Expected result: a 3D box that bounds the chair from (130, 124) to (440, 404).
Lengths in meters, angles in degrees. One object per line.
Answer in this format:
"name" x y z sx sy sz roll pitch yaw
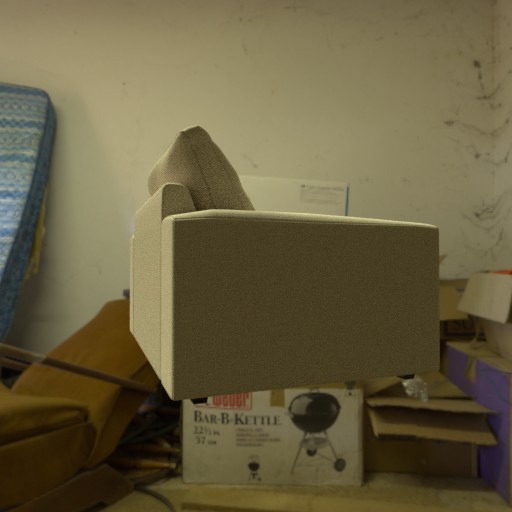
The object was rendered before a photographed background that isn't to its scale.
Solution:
"chair" 0.000 0.000 2.103 1.039 0.915 1.398 0 -1 -21
